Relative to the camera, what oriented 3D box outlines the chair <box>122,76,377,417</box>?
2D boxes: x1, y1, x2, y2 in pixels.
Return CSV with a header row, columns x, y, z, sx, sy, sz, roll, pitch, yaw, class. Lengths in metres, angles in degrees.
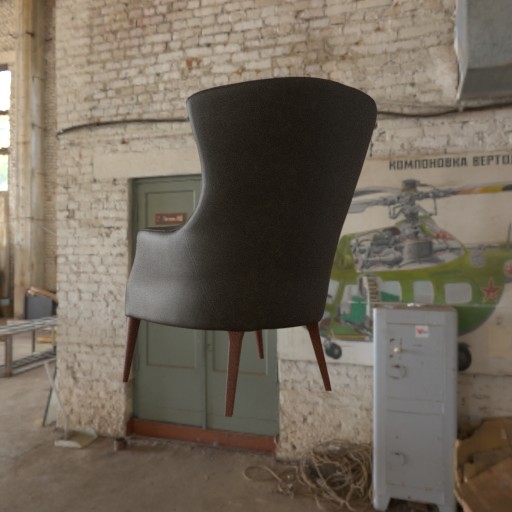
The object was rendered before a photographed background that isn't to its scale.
x,y,z,sx,sy,sz,roll,pitch,yaw,class
0.000,0.000,1.756,0.819,1.068,0.954,0,0,-37,chair
